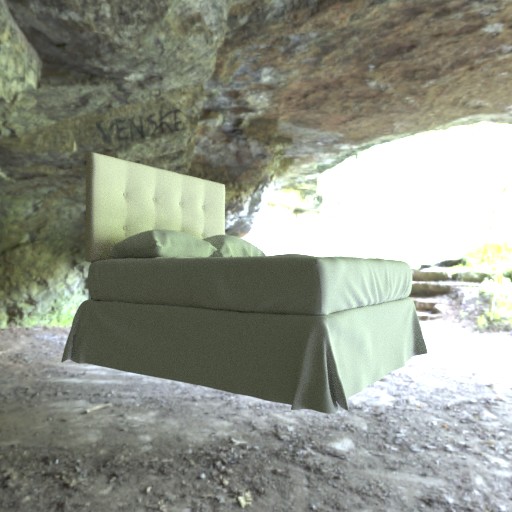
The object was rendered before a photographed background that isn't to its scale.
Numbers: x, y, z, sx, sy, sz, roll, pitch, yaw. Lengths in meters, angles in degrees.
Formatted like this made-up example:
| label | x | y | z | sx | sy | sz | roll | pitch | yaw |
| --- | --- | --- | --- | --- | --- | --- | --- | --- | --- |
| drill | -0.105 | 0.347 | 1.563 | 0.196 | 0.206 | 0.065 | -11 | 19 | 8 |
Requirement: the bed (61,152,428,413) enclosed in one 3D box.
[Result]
| label | x | y | z | sx | sy | sz | roll | pitch | yaw |
| --- | --- | --- | --- | --- | --- | --- | --- | --- | --- |
| bed | 0.000 | 0.000 | 3.459 | 2.222 | 1.577 | 1.936 | -1 | -2 | 34 |
